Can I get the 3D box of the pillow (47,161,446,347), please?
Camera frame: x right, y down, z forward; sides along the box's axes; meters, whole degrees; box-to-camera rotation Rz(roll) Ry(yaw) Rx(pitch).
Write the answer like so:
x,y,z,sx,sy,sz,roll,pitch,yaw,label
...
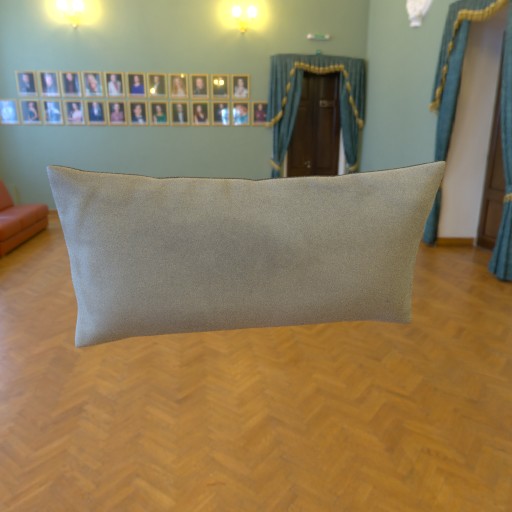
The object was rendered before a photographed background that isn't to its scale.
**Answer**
x,y,z,sx,sy,sz,roll,pitch,yaw,label
0.000,0.000,0.732,0.608,0.305,0.156,-3,16,-9,pillow
